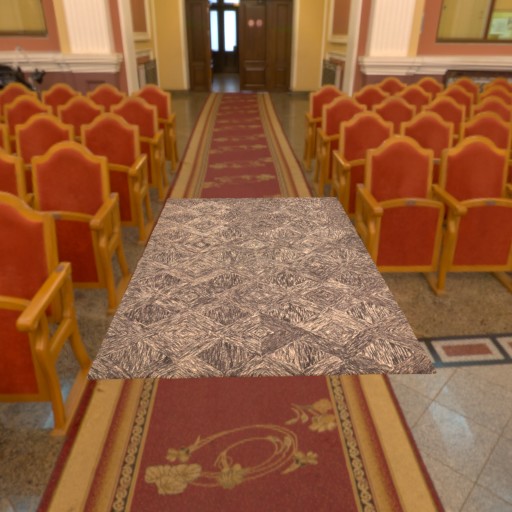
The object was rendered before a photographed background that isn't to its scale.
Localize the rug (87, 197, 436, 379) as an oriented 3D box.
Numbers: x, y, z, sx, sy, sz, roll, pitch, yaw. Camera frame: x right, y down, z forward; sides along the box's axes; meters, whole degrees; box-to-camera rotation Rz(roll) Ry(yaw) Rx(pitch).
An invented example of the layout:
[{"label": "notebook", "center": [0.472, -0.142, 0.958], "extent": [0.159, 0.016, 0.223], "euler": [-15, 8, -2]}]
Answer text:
[{"label": "rug", "center": [0.000, 0.000, 2.298], "extent": [1.189, 0.011, 1.808], "euler": [-1, 27, -1]}]
